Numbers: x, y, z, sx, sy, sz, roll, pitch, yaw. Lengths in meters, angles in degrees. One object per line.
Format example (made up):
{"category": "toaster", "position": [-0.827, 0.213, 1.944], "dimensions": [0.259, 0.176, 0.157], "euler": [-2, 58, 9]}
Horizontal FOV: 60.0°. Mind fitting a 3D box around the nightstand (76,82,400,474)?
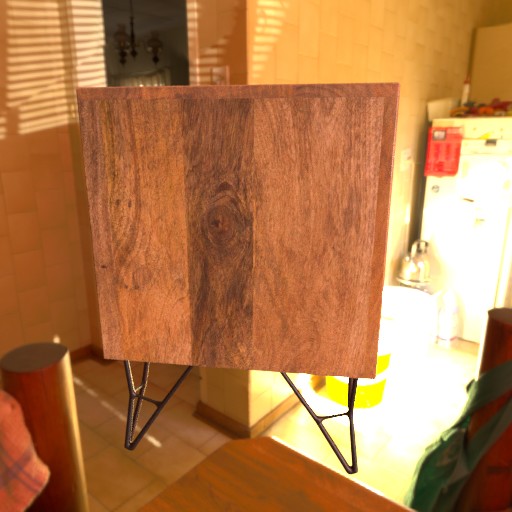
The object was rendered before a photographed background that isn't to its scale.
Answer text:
{"category": "nightstand", "position": [0.000, 0.000, 0.832], "dimensions": [0.406, 0.559, 0.457], "euler": [2, 16, 8]}
